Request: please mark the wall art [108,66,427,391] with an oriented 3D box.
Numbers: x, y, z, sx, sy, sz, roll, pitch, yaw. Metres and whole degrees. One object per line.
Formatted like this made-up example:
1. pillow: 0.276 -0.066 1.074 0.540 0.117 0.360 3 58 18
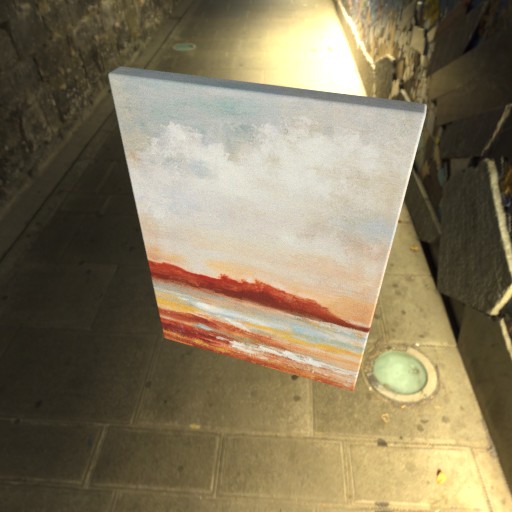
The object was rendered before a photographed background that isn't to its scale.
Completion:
1. wall art: 0.000 0.000 0.797 0.443 0.605 0.035 12 43 14
